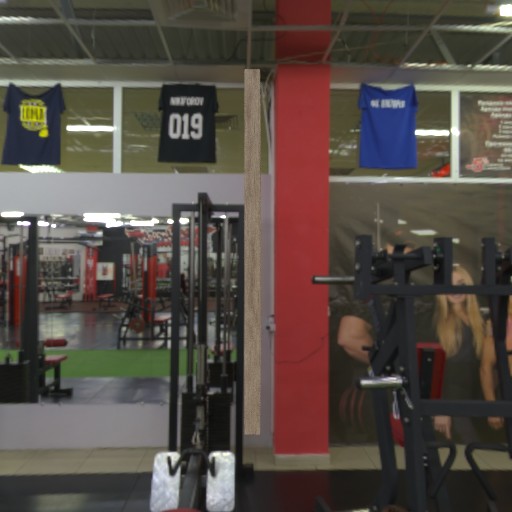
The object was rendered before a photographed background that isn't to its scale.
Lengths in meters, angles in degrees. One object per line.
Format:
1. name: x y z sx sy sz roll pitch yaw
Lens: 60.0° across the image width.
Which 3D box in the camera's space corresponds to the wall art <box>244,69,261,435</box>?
1. wall art: 0.000 0.000 0.969 0.021 0.480 0.780 0 -1 1
